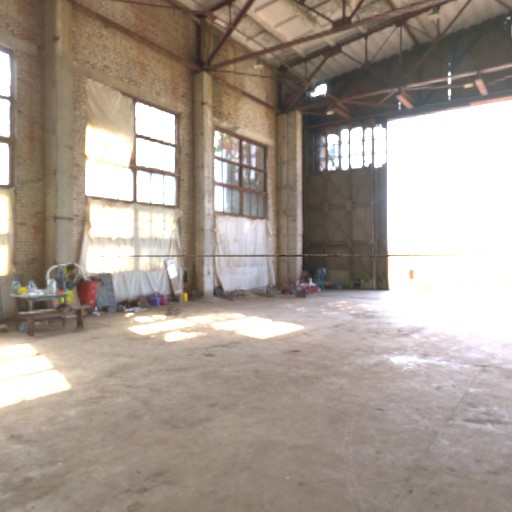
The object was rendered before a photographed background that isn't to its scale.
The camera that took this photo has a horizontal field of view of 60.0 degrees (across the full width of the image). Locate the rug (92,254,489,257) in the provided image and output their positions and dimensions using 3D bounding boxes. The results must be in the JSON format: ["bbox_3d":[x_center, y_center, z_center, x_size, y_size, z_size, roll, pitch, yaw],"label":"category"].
[{"bbox_3d":[0.000,0.000,3.063,1.546,0.010,2.442,0,0,-36],"label":"rug"}]
